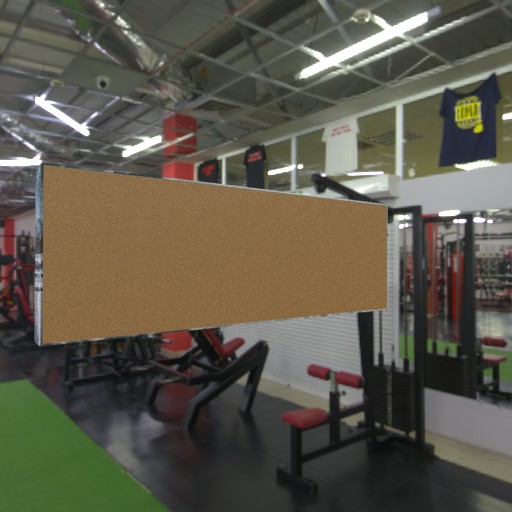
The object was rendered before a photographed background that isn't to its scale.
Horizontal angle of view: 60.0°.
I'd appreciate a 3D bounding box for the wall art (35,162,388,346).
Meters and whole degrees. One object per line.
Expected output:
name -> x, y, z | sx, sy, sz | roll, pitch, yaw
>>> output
wall art -> 0.000, 0.000, 0.845 | 0.759, 0.251, 0.037 | 0, -1, -37
